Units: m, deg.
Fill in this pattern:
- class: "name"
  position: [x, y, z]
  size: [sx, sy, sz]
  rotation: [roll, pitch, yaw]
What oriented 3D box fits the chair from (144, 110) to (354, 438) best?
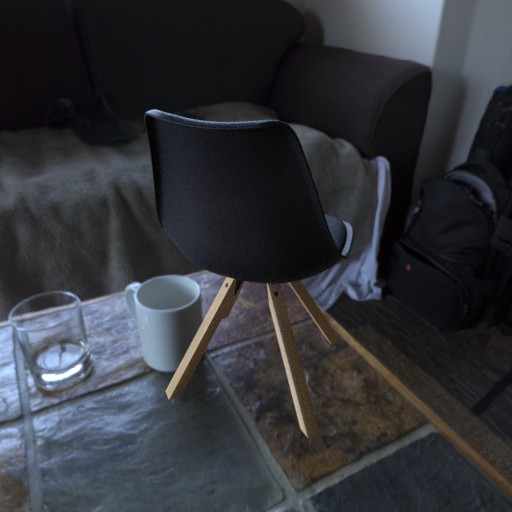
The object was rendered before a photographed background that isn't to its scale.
- class: "chair"
  position: [0.000, 0.000, 1.176]
  size: [0.485, 0.850, 0.549]
  rotation: [10, 33, 15]
